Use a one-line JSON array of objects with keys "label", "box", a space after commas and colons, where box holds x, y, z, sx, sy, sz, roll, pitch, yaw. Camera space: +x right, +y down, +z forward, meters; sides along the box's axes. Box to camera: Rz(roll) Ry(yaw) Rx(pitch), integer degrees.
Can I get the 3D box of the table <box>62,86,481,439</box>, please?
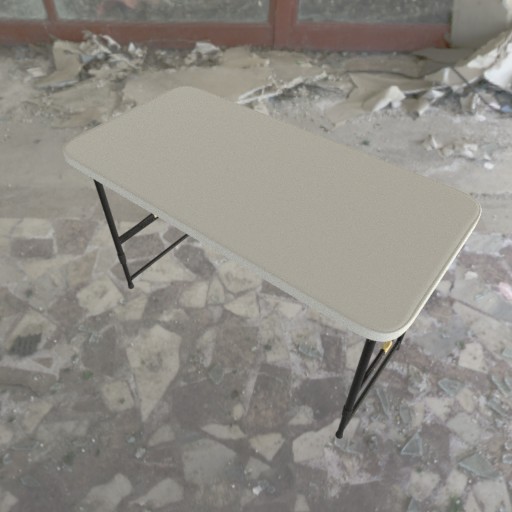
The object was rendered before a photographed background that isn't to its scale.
[{"label": "table", "box": [0.000, 0.000, 1.621, 1.219, 0.737, 0.610, 30, 53, 25]}]
